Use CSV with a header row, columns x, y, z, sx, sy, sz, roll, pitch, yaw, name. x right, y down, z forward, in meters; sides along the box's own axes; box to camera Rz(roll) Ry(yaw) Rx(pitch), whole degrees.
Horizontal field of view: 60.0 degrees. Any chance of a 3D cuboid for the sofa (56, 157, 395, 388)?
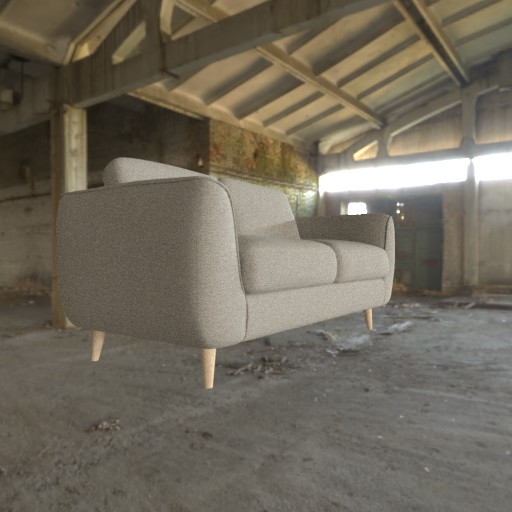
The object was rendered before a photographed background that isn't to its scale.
x,y,z,sx,sy,sz,roll,pitch,yaw,name
0.000,0.000,2.193,0.920,0.850,1.700,0,0,36,sofa
